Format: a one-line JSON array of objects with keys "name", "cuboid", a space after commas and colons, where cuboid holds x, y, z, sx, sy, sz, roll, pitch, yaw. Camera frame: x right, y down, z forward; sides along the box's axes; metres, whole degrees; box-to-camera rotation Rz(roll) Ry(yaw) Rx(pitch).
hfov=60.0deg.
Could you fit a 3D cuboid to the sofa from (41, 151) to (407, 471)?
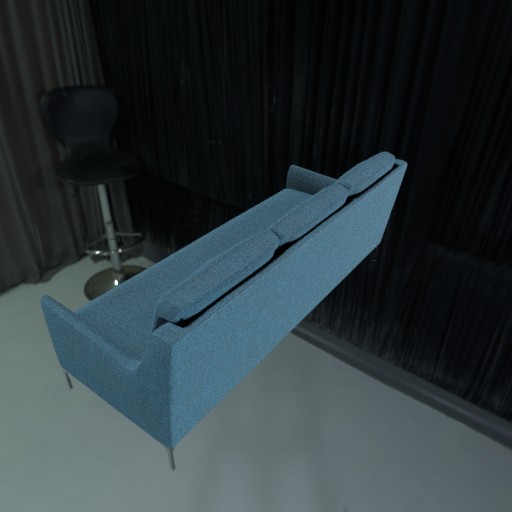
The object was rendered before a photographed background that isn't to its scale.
[{"name": "sofa", "cuboid": [0.000, 0.000, 2.454, 0.849, 0.837, 2.060, 21, 38, 30]}]
